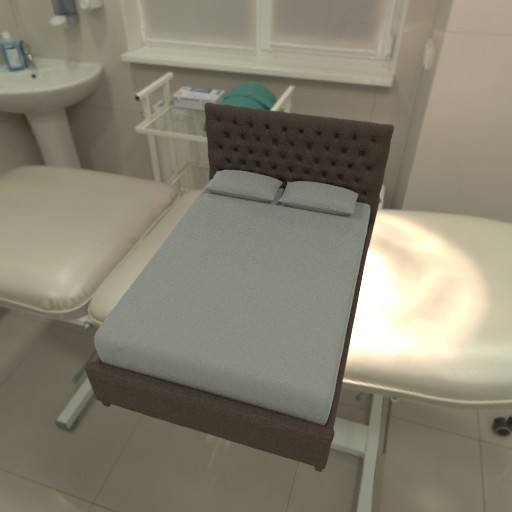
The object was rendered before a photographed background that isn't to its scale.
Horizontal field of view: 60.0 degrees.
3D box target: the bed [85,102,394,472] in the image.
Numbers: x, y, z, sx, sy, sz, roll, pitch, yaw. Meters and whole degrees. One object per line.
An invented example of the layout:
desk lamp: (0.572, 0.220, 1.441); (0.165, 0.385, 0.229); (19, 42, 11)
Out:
bed: (0.000, 0.000, 3.473); (1.698, 1.427, 2.387); (11, 41, 13)
